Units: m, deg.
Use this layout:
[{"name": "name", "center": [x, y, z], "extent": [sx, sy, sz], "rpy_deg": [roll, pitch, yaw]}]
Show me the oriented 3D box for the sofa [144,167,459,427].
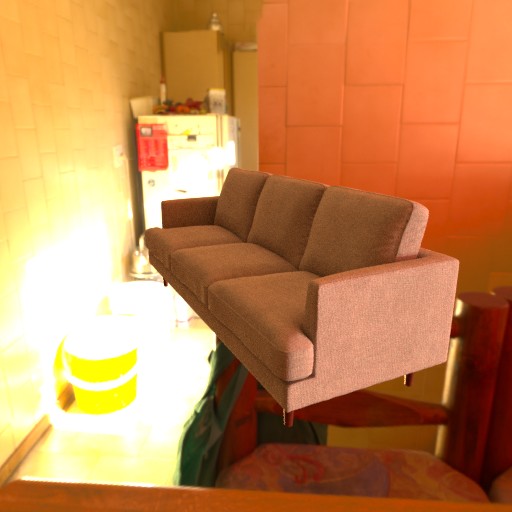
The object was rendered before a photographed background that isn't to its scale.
[{"name": "sofa", "center": [0.000, 0.000, 2.749], "extent": [0.903, 0.930, 2.246], "rpy_deg": [-8, 18, -25]}]
